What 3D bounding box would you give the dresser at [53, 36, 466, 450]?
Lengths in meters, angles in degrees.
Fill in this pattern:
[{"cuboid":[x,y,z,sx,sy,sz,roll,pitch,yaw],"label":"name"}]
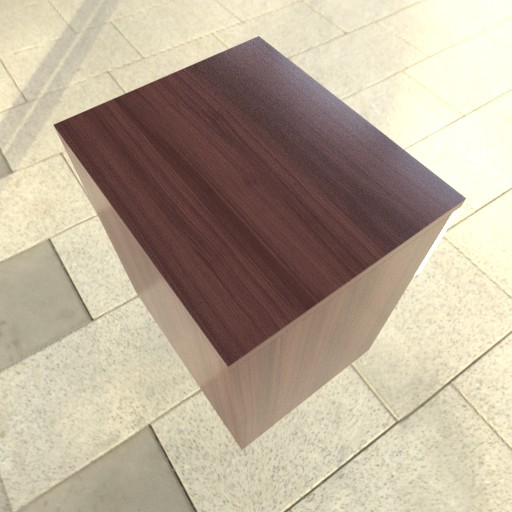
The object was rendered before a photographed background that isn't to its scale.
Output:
[{"cuboid":[0.000,0.000,0.746,0.360,0.470,0.400,-32,63,-18],"label":"dresser"}]
